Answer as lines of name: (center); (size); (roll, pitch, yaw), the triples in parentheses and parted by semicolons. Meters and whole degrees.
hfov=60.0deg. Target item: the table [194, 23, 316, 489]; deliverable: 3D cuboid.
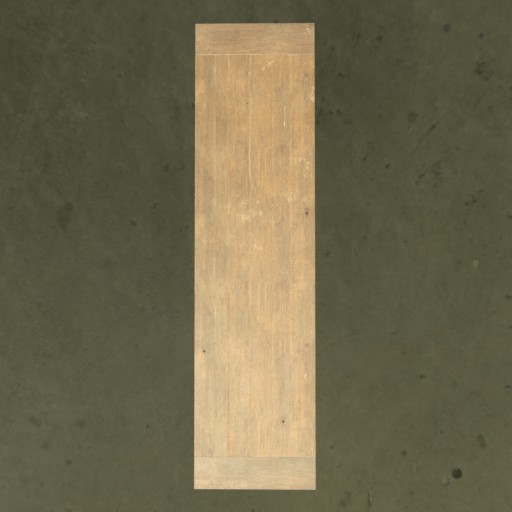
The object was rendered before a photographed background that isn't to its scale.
table: (0.000, 0.000, 2.116); (0.465, 0.810, 1.800); (0, 89, 1)
